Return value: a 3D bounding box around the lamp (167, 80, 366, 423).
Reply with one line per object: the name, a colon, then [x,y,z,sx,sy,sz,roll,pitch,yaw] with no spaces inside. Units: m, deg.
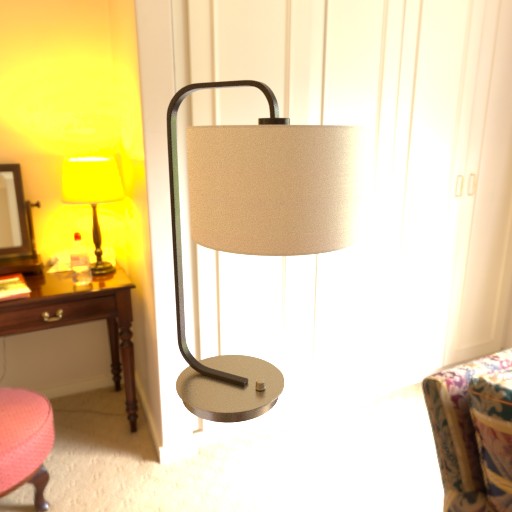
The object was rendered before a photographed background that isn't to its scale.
lamp: [0.000,0.000,0.637,0.288,0.473,0.230,8,17,26]
